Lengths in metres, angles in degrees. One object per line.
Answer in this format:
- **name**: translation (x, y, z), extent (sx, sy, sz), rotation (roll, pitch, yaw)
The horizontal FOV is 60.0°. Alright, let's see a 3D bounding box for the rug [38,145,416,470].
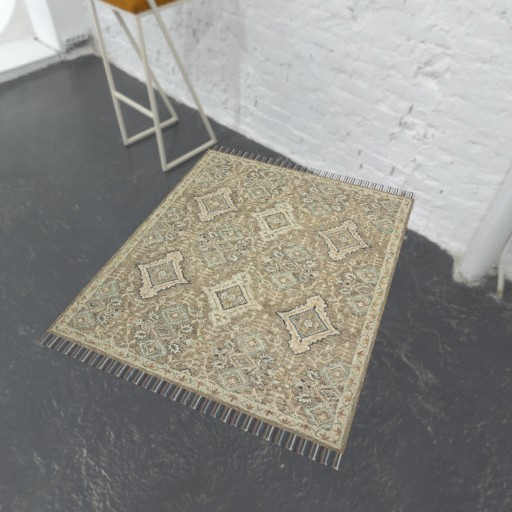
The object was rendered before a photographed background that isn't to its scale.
- **rug**: translation (0.000, 0.000, 4.111), extent (2.437, 0.010, 3.056), rotation (17, 49, 16)
